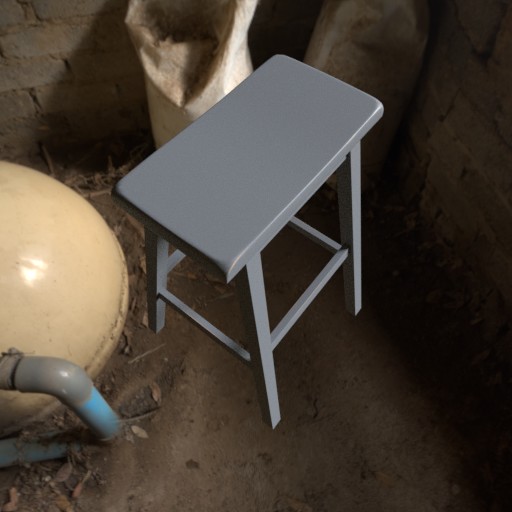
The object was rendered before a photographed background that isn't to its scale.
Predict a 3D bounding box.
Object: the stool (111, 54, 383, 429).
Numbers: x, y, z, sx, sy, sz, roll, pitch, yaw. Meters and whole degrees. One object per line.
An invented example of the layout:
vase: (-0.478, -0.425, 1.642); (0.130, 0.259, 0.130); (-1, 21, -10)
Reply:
stool: (0.000, 0.000, 1.054); (0.476, 0.737, 0.457); (34, 64, 19)
